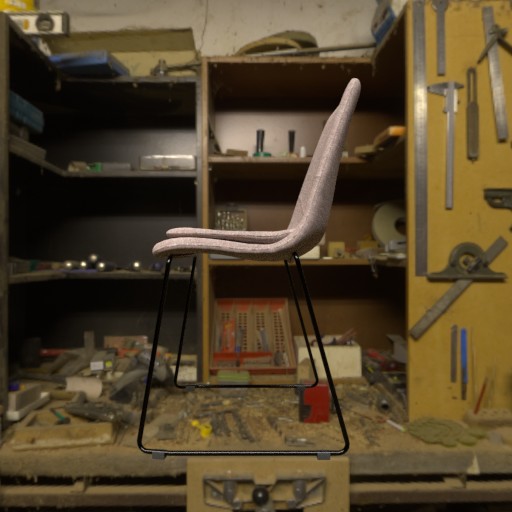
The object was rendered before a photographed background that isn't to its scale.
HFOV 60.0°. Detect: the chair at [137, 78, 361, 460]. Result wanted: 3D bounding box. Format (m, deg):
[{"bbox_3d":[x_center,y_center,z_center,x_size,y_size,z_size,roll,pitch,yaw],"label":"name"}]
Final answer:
[{"bbox_3d":[0.000,0.000,1.172,0.518,0.858,0.479,0,1,0],"label":"chair"}]
